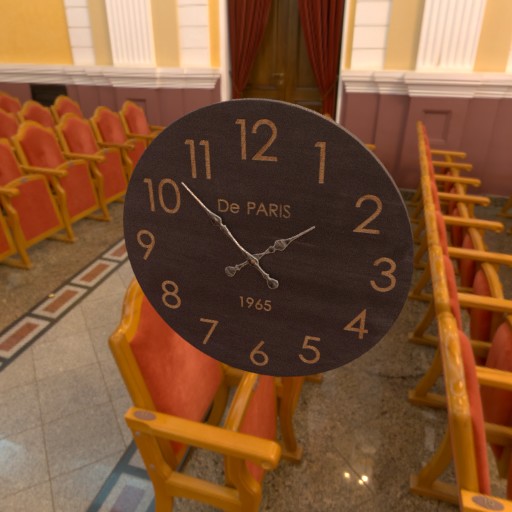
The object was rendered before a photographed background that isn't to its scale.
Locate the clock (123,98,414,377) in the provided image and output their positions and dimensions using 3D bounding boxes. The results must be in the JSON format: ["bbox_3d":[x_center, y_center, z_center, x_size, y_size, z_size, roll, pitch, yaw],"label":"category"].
[{"bbox_3d":[0.000,0.000,0.886,0.595,0.595,0.029,8,27,15],"label":"clock"}]
